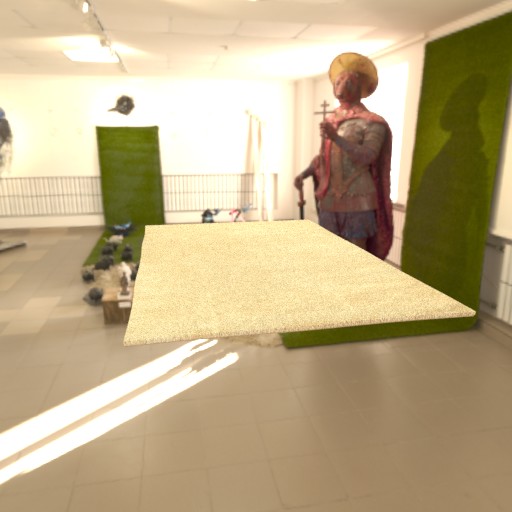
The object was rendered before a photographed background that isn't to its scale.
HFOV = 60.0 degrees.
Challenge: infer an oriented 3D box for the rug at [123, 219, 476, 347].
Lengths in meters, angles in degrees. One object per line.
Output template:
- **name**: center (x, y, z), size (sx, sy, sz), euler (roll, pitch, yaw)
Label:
- **rug**: center (0.000, 0.000, 2.924), size (1.500, 0.025, 2.346), euler (-3, 15, -11)
